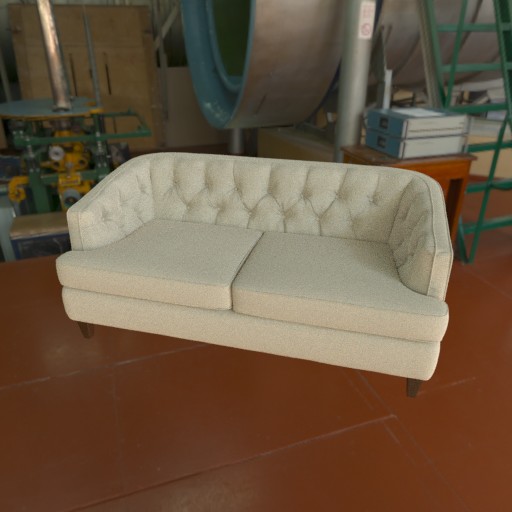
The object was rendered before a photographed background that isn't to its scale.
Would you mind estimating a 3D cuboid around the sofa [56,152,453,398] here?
[{"bbox_3d":[0.000,0.000,2.263,1.733,0.855,0.941,7,28,13],"label":"sofa"}]
